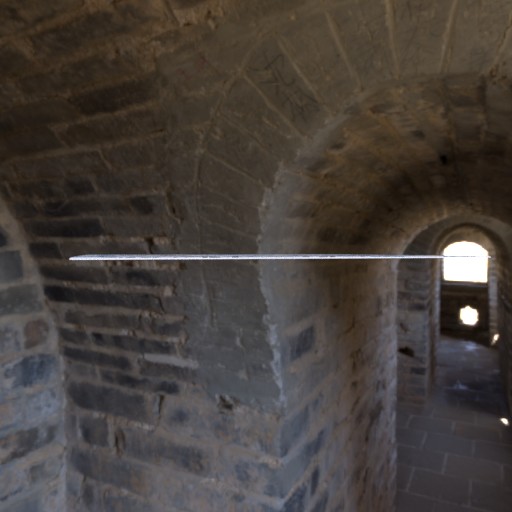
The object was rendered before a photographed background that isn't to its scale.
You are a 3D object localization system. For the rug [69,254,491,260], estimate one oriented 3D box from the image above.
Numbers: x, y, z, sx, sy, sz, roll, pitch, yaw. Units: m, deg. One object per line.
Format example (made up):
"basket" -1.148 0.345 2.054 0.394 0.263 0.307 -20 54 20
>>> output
"rug" 0.000 0.000 4.090 3.040 0.014 2.423 0 1 -19
